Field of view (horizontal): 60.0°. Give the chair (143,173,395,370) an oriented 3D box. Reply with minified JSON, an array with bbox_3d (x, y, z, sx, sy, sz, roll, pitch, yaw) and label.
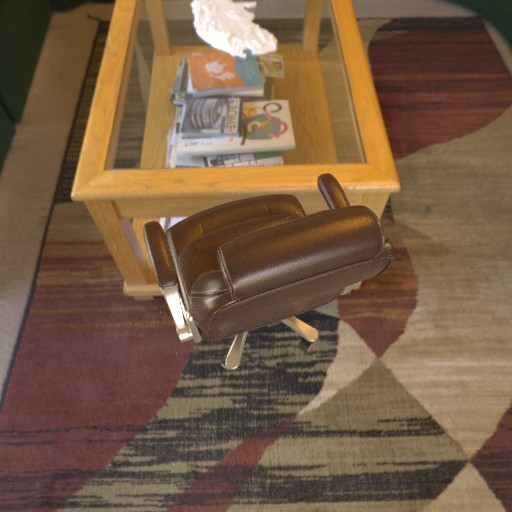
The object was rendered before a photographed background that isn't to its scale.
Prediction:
[{"bbox_3d":[0.000,0.000,1.642,0.733,1.160,0.774,-17,60,-10],"label":"chair"}]
